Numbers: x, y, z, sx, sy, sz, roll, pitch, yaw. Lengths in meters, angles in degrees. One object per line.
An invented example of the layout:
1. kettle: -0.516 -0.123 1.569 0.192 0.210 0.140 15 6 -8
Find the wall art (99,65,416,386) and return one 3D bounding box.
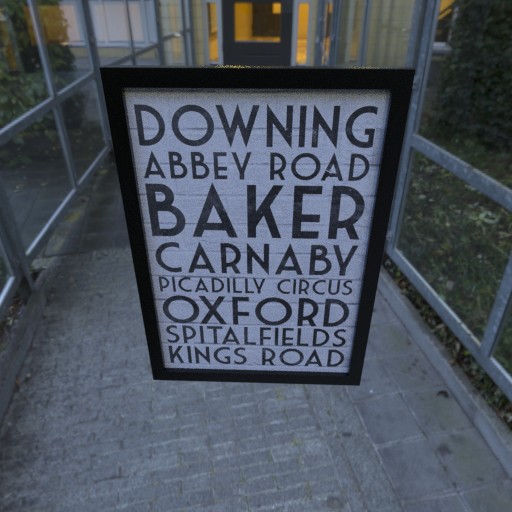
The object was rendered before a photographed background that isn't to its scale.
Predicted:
1. wall art: 0.000 0.000 0.827 0.462 0.656 0.019 1 32 2
